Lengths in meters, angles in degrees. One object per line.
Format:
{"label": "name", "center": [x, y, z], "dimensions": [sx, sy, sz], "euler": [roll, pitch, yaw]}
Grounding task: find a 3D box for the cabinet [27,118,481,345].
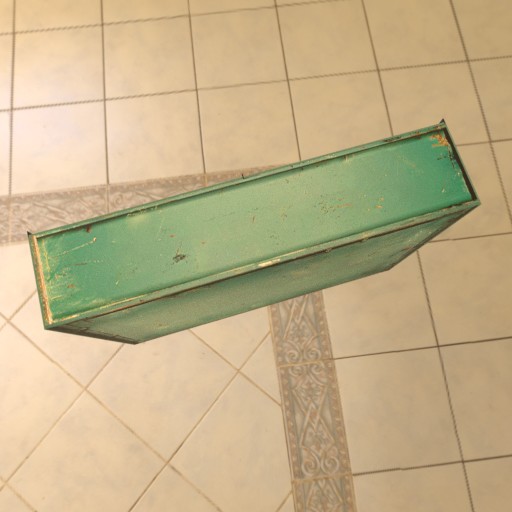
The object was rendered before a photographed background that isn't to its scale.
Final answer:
{"label": "cabinet", "center": [0.000, 0.000, 4.041], "dimensions": [3.001, 2.160, 0.680], "euler": [-16, 77, -4]}
